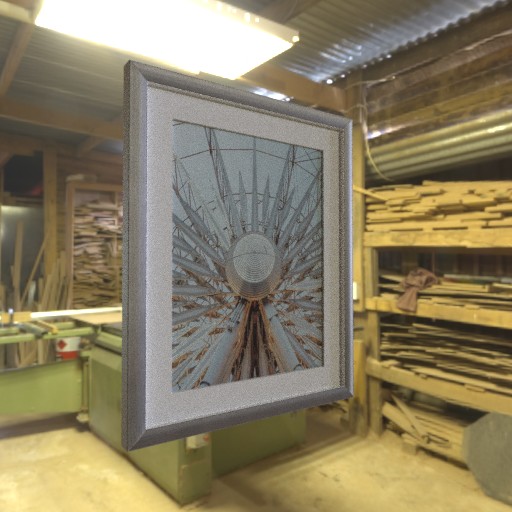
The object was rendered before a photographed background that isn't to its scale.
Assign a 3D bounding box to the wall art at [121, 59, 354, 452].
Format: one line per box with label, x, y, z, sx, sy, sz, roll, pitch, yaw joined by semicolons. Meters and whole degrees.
wall art;0.000;0.000;0.770;0.458;0.558;0.029;1;-2;-35
